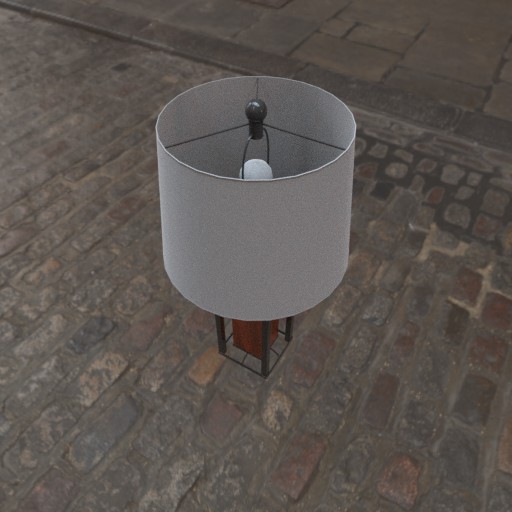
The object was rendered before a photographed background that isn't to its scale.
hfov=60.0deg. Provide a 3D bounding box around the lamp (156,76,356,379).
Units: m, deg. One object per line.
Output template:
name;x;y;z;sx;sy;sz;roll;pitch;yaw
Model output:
lamp;0.000;0.000;0.791;0.320;0.591;0.320;0;47;0
